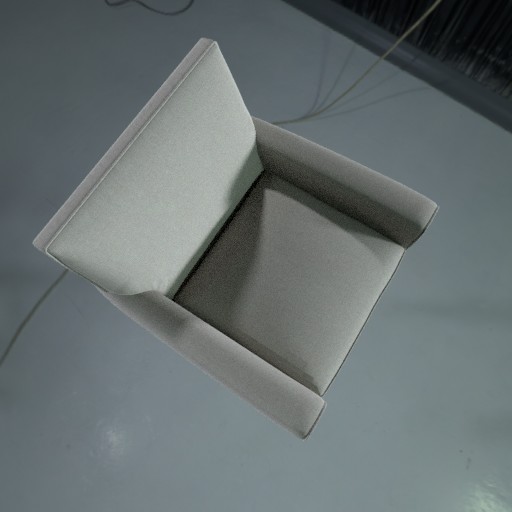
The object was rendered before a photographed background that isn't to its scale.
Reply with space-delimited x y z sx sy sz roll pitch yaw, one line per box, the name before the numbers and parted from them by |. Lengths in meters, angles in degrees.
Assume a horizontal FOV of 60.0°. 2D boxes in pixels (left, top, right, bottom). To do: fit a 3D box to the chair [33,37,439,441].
chair | 0.000 0.000 1.539 0.871 0.846 0.840 32 76 9
